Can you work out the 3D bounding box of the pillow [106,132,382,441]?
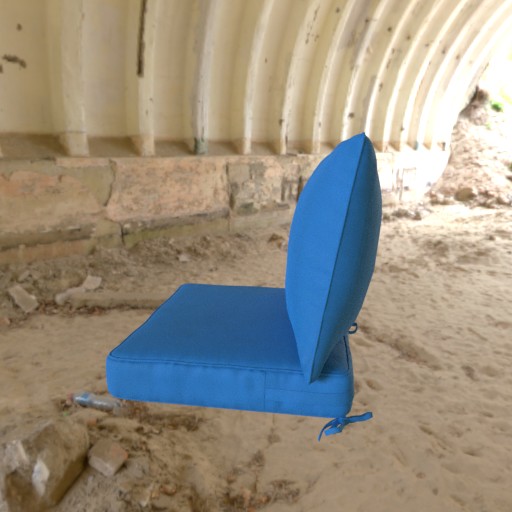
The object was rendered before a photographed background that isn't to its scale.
[{"bbox_3d":[0.000,0.000,1.390,0.733,0.725,0.798,2,14,9],"label":"pillow"}]
